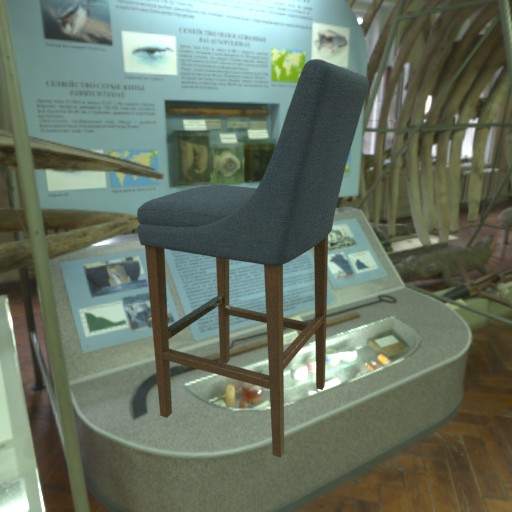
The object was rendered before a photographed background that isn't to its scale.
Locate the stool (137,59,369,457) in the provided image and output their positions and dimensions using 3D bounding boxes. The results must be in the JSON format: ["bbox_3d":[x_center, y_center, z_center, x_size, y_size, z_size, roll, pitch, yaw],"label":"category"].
[{"bbox_3d":[0.000,0.000,1.402,0.577,1.078,0.470,8,19,26],"label":"stool"}]
